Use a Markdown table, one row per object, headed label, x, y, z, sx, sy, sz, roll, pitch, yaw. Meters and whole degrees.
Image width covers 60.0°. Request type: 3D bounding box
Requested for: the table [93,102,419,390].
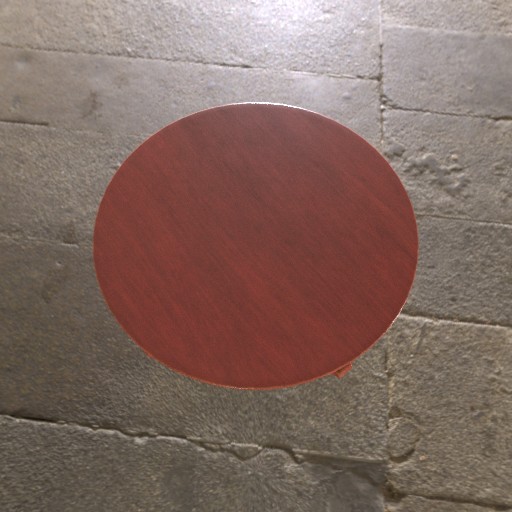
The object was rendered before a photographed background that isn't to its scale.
| label | x | y | z | sx | sy | sz | roll | pitch | yaw |
| --- | --- | --- | --- | --- | --- | --- | --- | --- | --- |
| table | 0.000 | 0.000 | 1.624 | 1.029 | 0.486 | 1.029 | 0 | 64 | 0 |
